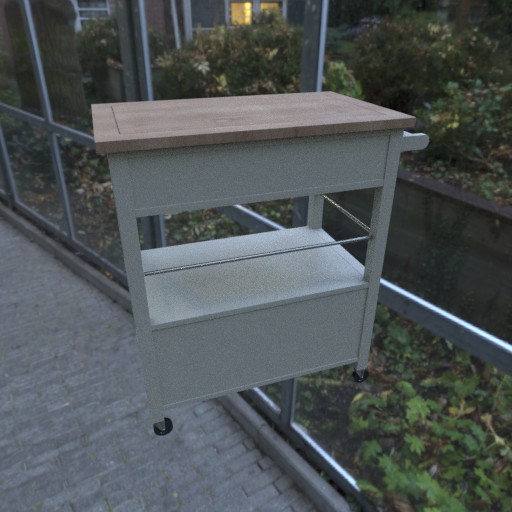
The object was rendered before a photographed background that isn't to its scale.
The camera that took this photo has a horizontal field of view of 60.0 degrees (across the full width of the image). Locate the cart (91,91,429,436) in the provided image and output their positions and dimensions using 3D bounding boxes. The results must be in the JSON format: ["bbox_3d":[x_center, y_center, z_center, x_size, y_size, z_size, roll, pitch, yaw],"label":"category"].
[{"bbox_3d":[0.000,0.000,1.411,0.840,0.901,0.459,-9,30,-17],"label":"cart"}]
